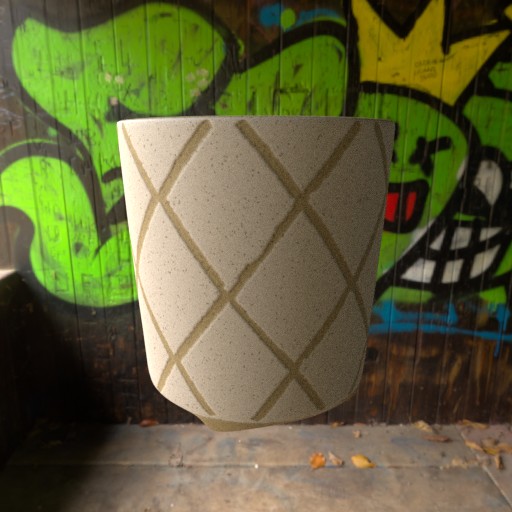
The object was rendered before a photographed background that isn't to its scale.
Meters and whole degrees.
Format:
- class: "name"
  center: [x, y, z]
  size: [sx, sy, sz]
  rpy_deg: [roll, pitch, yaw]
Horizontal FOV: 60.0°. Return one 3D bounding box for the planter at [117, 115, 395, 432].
- class: "planter"
  center: [0.000, 0.000, 0.407]
  size: [0.228, 0.235, 0.228]
  rpy_deg: [0, 15, 0]
